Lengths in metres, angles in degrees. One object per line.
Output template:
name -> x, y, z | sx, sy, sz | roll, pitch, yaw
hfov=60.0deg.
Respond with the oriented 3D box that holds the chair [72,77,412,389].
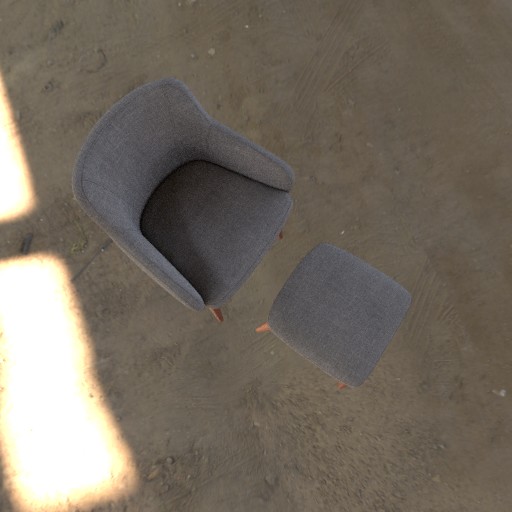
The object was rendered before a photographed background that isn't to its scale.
chair -> 0.000, 0.000, 1.583 | 1.107, 0.799, 0.584 | 34, 77, 9
